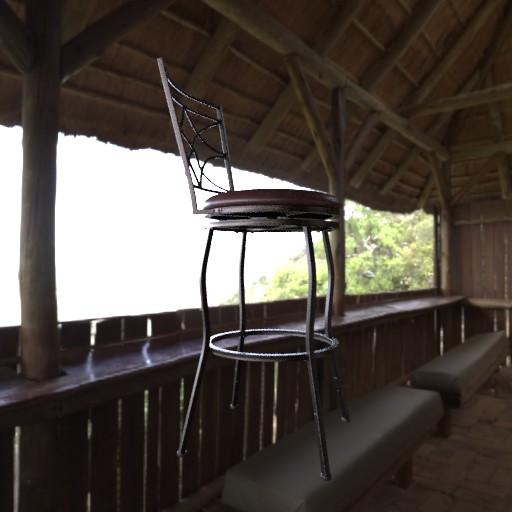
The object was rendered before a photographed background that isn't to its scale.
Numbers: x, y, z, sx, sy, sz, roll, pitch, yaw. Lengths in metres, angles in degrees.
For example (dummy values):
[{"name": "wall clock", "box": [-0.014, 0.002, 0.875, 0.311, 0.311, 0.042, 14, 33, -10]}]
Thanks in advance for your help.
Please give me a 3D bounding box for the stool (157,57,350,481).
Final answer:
[{"name": "stool", "box": [0.000, 0.000, 1.384, 0.534, 1.117, 0.434, 0, 0, 18]}]
